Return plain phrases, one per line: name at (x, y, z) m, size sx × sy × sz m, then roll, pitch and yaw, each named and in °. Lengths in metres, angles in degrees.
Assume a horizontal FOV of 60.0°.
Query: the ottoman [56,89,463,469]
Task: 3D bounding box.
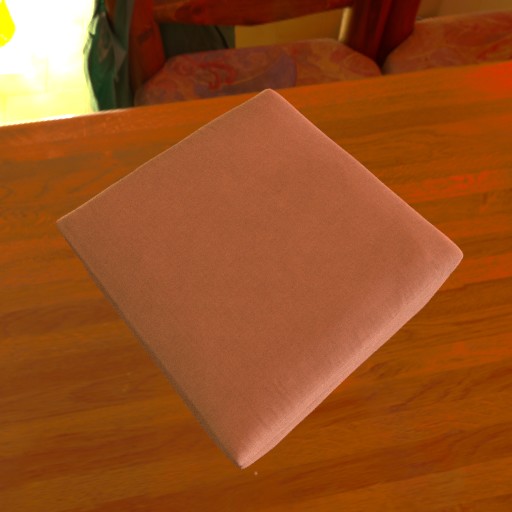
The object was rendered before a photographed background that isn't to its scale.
ottoman at (0.000, 0.000, 1.862) m, size 1.171 × 0.517 × 1.203 m, roll -37°, pitch 70°, yaw -17°
